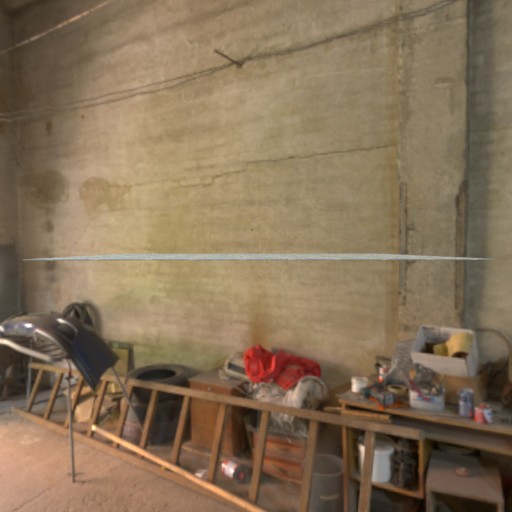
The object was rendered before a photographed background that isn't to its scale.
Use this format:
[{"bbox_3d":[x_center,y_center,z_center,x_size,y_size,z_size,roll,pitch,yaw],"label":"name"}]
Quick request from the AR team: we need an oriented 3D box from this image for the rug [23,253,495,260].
[{"bbox_3d":[0.000,0.000,3.851,2.892,0.006,2.283,0,1,-3],"label":"rug"}]
